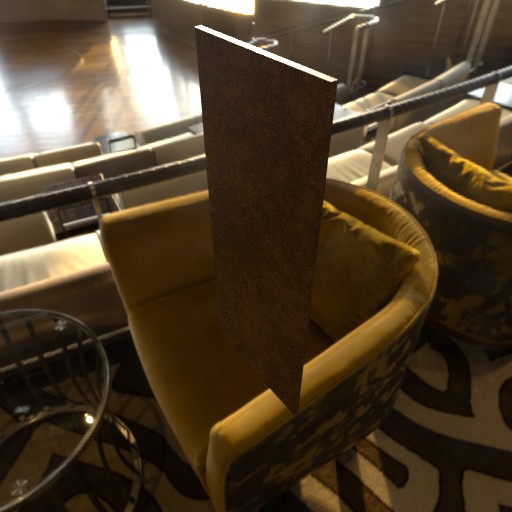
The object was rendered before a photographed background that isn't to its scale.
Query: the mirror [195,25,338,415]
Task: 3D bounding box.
[{"bbox_3d":[0.000,0.000,2.309,0.032,2.031,0.812,-27,48,-27],"label":"mirror"}]
